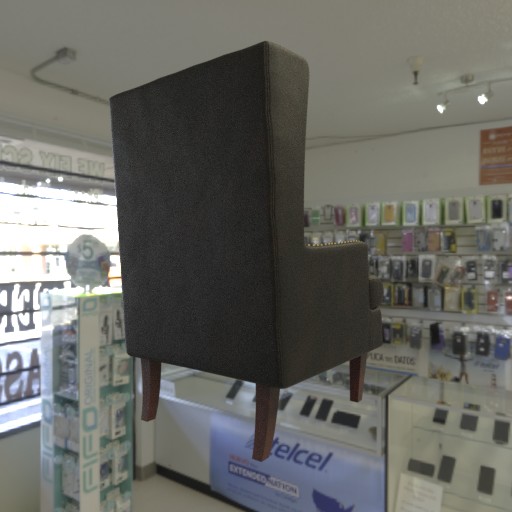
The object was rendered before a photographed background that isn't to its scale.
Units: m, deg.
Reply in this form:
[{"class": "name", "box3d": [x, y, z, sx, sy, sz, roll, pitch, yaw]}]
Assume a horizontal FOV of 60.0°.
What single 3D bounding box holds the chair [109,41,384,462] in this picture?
[{"class": "chair", "box3d": [0.000, 0.000, 1.637, 0.703, 1.142, 0.799, 0, 0, 37]}]
